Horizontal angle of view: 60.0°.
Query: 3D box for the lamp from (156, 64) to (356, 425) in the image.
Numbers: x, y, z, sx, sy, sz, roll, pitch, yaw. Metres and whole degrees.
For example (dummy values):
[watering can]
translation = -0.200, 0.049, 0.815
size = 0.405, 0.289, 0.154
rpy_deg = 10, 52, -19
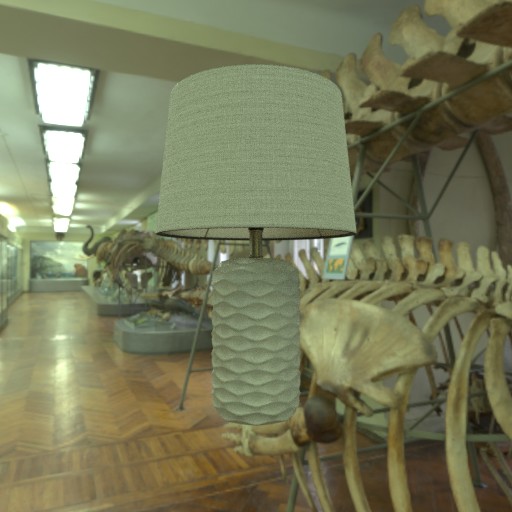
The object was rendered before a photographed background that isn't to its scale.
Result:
[lamp]
translation = 0.000, 0.000, 0.849
size = 0.376, 0.594, 0.376
rpy_deg = 0, -1, 0
